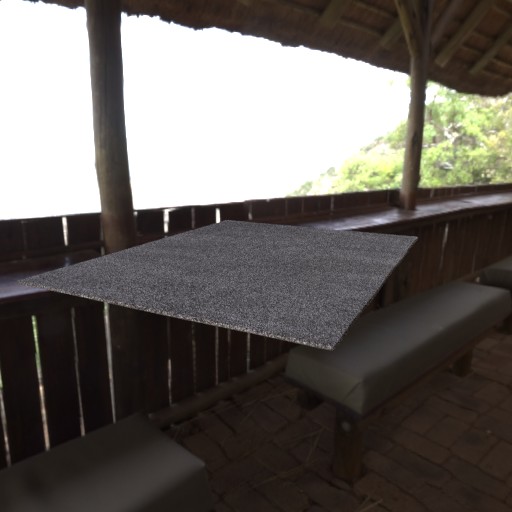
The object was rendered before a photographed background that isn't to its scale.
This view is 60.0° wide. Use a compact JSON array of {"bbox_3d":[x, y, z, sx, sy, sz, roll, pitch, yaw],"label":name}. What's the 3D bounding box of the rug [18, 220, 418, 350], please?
[{"bbox_3d":[0.000,0.000,4.011,2.401,0.025,3.000,7,16,26],"label":"rug"}]
